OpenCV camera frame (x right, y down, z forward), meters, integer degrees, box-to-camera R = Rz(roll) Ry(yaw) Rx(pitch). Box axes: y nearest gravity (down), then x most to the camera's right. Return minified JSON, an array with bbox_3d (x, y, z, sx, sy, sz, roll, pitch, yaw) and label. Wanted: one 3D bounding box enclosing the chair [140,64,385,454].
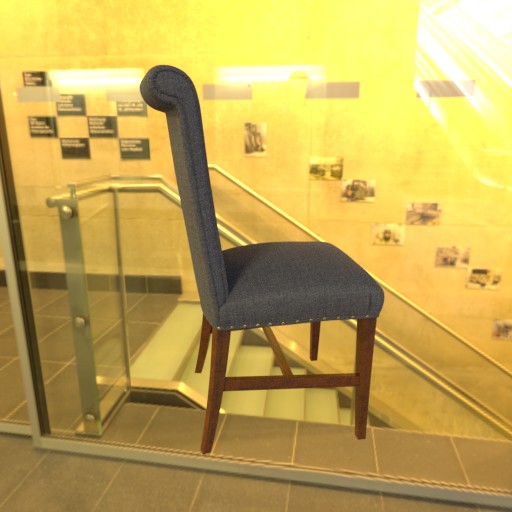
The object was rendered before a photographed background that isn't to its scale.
[{"bbox_3d":[0.000,0.000,1.325,0.608,0.988,0.513,-3,16,-10],"label":"chair"}]
